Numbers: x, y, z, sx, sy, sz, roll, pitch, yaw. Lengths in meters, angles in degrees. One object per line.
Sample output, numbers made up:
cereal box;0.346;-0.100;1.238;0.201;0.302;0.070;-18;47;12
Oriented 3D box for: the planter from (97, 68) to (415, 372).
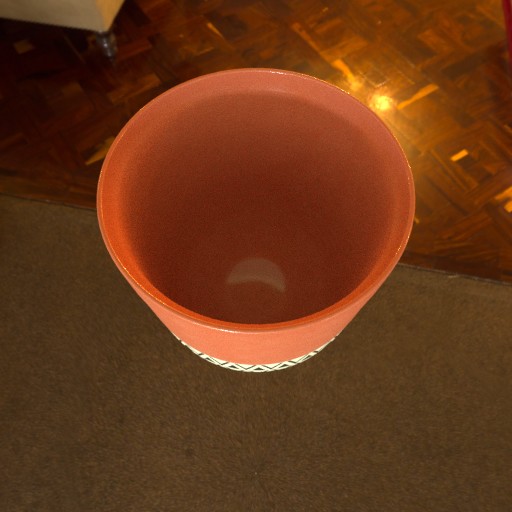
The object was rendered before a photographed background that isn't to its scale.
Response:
planter;0.000;0.000;0.369;0.195;0.214;0.195;0;64;0
